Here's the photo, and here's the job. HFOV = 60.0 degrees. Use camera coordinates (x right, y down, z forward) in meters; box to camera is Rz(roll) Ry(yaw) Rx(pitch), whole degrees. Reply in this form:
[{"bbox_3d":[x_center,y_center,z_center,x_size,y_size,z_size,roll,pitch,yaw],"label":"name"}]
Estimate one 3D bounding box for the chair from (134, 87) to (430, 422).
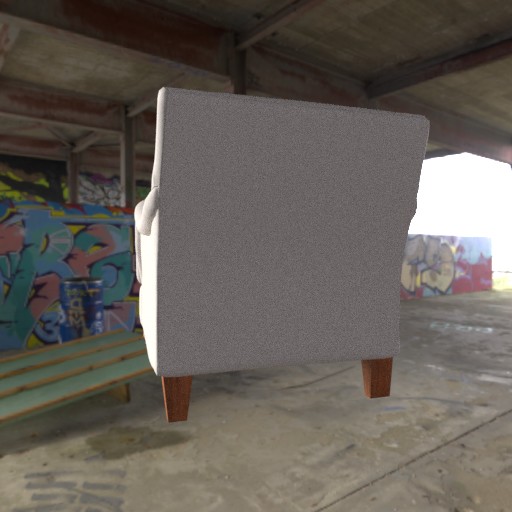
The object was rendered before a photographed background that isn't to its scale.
[{"bbox_3d":[0.000,0.000,1.828,0.955,1.038,1.070,0,1,-18],"label":"chair"}]
